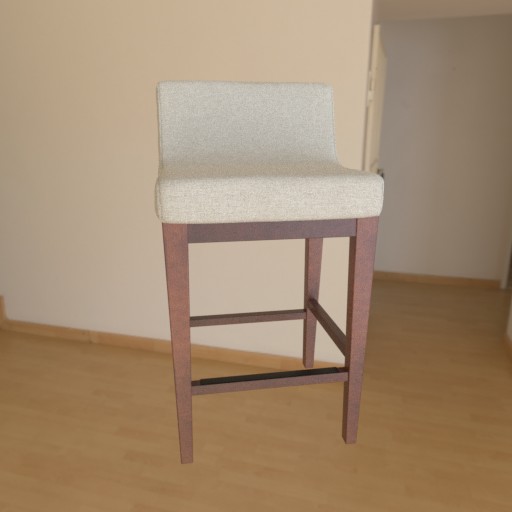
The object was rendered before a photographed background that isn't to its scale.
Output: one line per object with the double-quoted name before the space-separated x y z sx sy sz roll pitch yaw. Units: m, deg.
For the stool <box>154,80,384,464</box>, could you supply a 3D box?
"stool" 0.000 0.000 1.222 0.511 0.937 0.500 -3 16 -9
